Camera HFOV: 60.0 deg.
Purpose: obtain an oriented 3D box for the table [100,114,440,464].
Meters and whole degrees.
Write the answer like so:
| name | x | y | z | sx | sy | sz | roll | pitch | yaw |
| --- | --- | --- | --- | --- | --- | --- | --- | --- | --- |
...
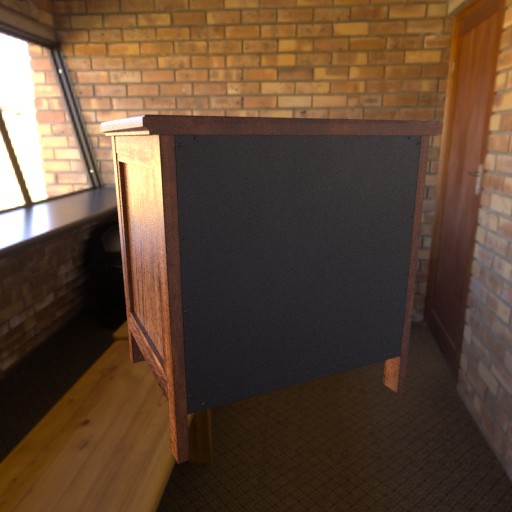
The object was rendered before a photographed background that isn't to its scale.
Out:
| name | x | y | z | sx | sy | sz | roll | pitch | yaw |
| --- | --- | --- | --- | --- | --- | --- | --- | --- | --- |
| table | 0.000 | 0.000 | 1.027 | 0.586 | 0.597 | 0.461 | -7 | 16 | -25 |
